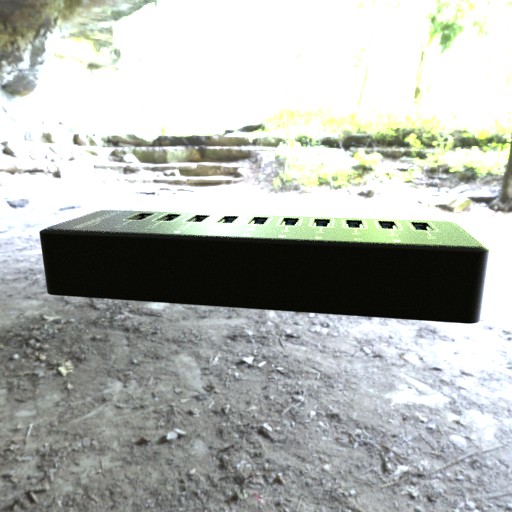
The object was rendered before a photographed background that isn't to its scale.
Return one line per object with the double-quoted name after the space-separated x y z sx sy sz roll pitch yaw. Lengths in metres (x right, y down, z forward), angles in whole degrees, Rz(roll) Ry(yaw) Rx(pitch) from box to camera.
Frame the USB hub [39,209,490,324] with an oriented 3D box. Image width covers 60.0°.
0.000 0.000 0.161 0.145 0.023 0.044 3 16 10 "USB hub"
